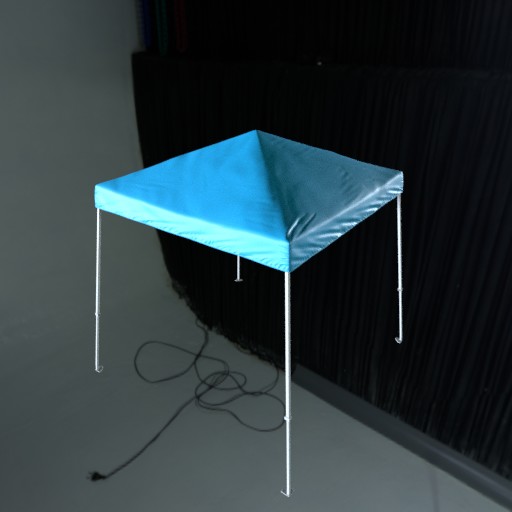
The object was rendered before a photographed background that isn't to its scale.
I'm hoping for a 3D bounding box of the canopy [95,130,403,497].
[{"bbox_3d":[0.000,0.000,5.122,2.848,2.849,2.849,18,32,32],"label":"canopy"}]
